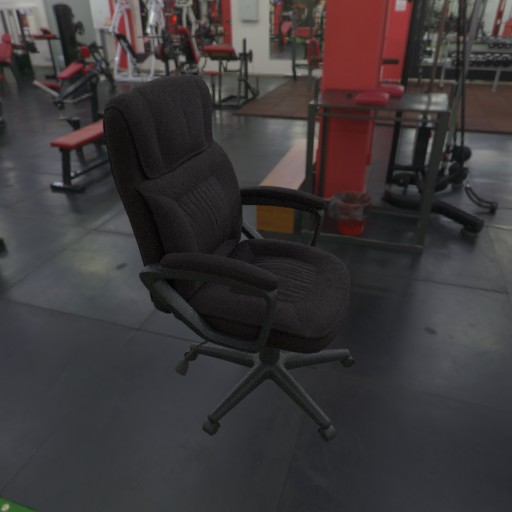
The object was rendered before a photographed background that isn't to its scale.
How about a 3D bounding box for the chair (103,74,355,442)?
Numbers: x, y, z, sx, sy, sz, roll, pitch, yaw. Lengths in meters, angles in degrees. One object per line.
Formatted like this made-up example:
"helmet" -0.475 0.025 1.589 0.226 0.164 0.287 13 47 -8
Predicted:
"chair" 0.000 0.000 1.508 0.724 1.105 0.667 10 31 18
